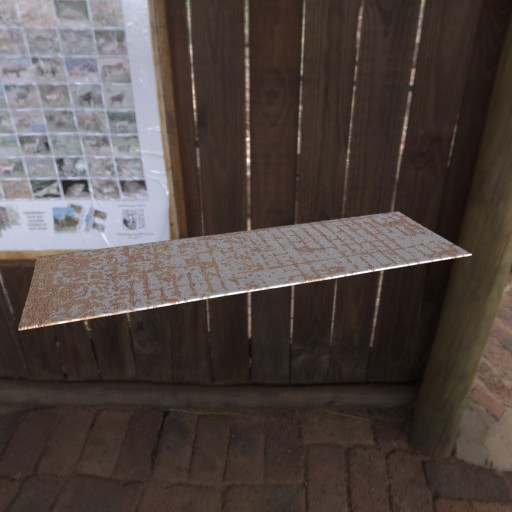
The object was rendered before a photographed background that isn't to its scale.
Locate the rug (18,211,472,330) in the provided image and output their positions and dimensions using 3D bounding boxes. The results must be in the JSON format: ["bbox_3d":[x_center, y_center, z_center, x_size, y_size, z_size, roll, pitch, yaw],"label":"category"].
[{"bbox_3d":[0.000,0.000,2.598,2.435,0.011,0.750,-8,28,-16],"label":"rug"}]
